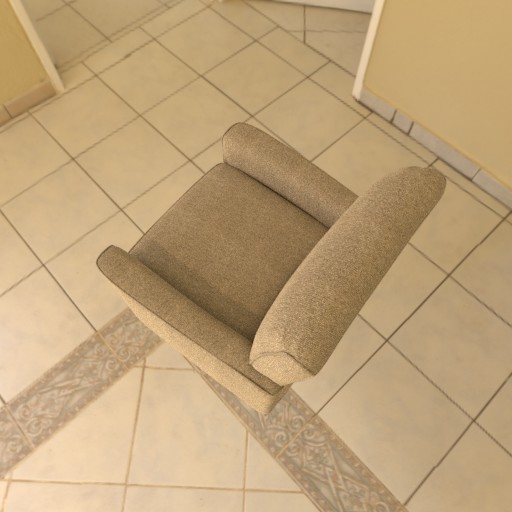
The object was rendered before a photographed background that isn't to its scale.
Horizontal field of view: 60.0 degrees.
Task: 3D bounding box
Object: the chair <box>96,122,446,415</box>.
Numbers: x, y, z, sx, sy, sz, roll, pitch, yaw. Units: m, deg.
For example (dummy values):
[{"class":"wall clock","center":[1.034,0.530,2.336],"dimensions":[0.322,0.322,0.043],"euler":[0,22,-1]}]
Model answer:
[{"class":"chair","center":[0.000,0.000,1.639],"dimensions":[0.858,1.028,0.841],"euler":[34,69,15]}]
